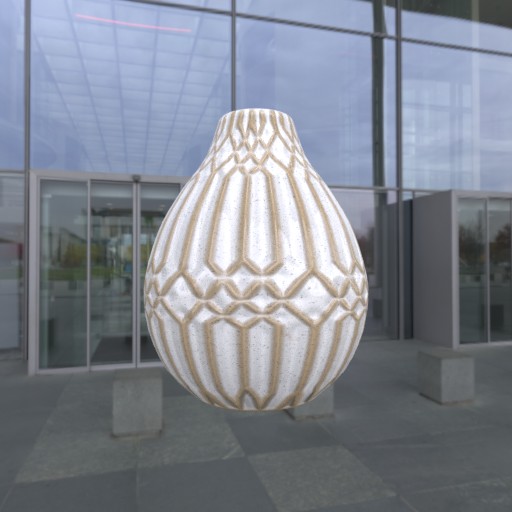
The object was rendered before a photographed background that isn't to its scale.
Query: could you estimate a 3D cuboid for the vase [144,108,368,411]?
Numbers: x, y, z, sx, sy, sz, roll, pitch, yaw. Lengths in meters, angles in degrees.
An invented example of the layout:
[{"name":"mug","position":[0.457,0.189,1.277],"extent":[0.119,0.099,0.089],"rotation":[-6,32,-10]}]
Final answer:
[{"name":"vase","position":[0.000,0.000,0.325],"extent":[0.159,0.200,0.159],"rotation":[0,-1,0]}]
